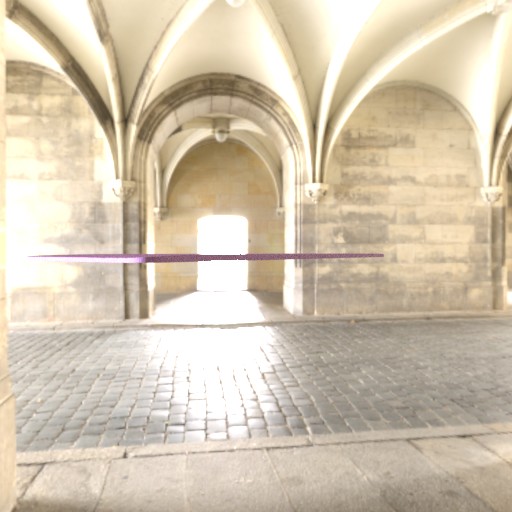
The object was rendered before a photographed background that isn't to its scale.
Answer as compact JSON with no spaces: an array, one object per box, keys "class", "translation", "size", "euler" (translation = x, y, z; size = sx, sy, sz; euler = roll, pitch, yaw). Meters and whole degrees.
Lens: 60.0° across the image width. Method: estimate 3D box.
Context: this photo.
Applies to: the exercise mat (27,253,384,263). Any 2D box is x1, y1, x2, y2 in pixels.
[{"class":"exercise mat","translation":[0.000,0.000,2.053],"size":[0.616,0.021,1.869],"euler":[0,1,34]}]
